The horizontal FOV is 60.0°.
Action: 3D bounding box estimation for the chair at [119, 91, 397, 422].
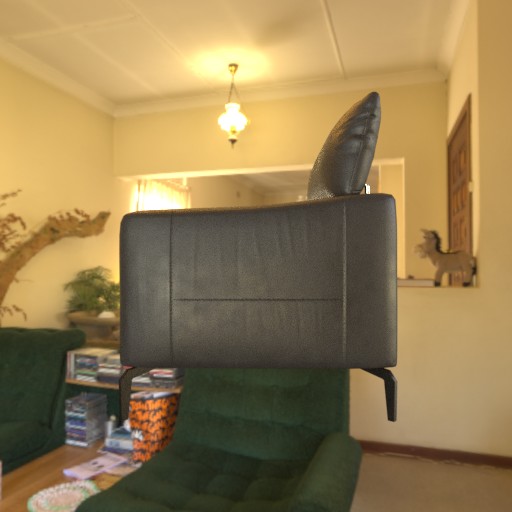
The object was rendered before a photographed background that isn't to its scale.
[{"bbox_3d":[0.000,0.000,1.675,0.809,0.949,0.976,0,-1,1],"label":"chair"}]
